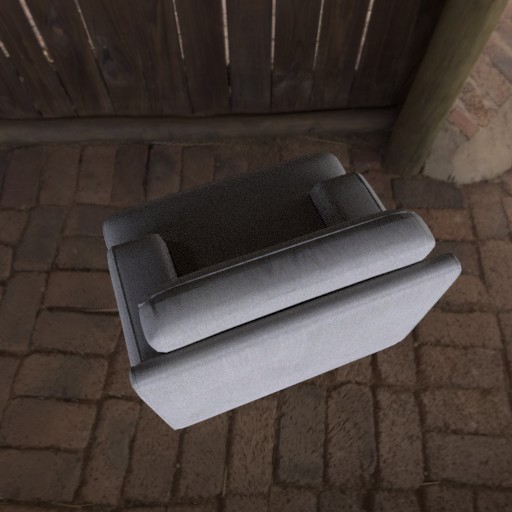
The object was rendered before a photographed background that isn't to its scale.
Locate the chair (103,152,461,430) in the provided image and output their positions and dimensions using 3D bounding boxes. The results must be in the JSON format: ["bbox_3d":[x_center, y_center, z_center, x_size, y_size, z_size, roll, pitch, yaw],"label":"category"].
[{"bbox_3d":[0.000,0.000,2.007,1.270,0.974,1.043,-18,62,-10],"label":"chair"}]
